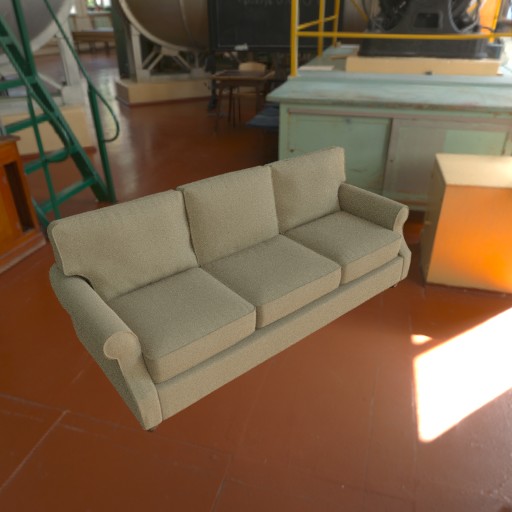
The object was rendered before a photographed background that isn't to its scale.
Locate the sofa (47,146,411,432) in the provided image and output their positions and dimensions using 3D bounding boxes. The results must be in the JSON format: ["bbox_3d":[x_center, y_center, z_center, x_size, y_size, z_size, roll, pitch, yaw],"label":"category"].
[{"bbox_3d":[0.000,0.000,2.863,2.354,0.948,0.966,-22,37,-34],"label":"sofa"}]
